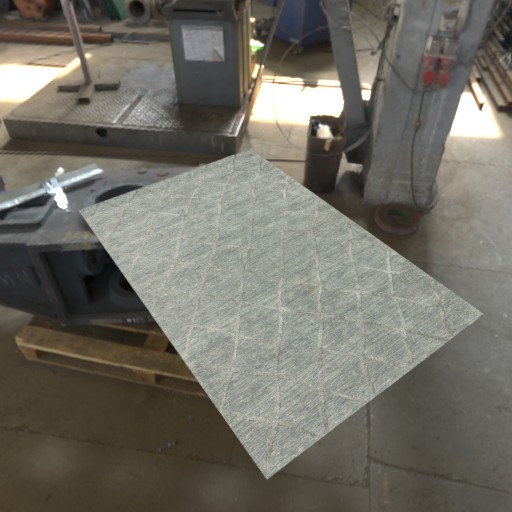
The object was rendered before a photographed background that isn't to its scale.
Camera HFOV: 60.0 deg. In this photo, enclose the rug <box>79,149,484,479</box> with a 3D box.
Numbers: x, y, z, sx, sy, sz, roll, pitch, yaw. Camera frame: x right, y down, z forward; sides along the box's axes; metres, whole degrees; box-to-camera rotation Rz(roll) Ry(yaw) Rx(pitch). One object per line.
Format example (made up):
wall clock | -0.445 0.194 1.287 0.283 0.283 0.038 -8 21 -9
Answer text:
rug | 0.000 0.000 2.851 1.521 0.006 2.283 -26 49 -25
